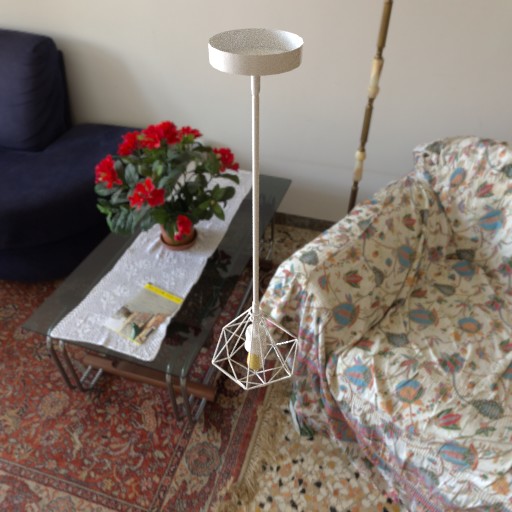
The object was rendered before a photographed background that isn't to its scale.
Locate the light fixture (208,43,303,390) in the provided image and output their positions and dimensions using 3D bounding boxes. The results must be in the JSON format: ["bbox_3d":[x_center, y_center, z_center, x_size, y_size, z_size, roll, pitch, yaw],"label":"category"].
[{"bbox_3d":[0.000,0.000,1.953,0.487,1.764,0.431,-13,42,-14],"label":"light fixture"}]
